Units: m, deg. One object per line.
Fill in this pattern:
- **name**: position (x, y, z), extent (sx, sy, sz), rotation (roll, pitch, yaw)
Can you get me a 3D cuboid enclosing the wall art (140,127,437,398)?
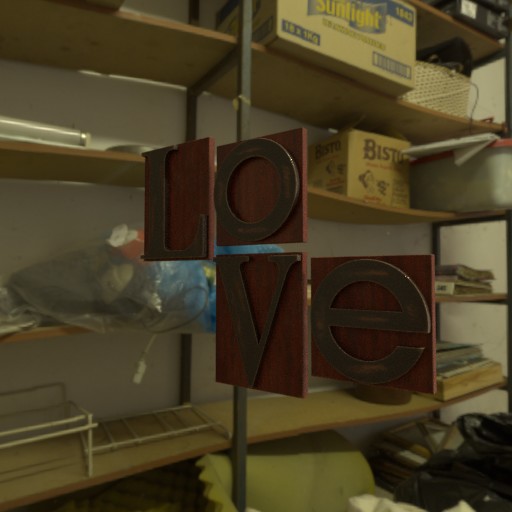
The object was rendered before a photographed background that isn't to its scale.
- **wall art**: position (0.000, 0.000, 0.834), extent (0.635, 0.497, 0.030), rotation (-2, -3, 36)
